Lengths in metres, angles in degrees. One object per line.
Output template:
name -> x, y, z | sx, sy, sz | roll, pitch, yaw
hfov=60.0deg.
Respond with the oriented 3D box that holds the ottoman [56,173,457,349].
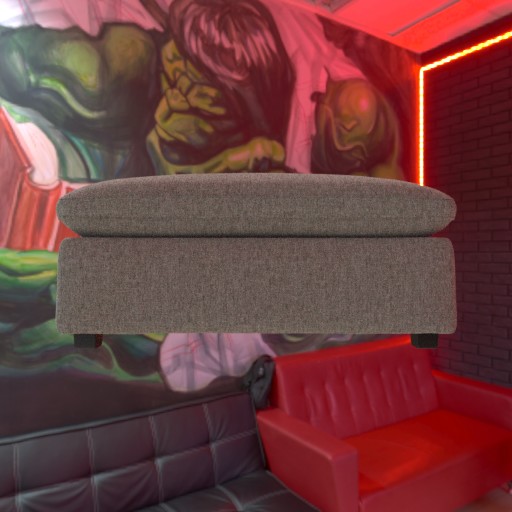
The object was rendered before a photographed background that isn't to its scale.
ottoman -> 0.000, 0.000, 1.363 | 0.977, 0.451, 0.694 | 0, 0, 0
